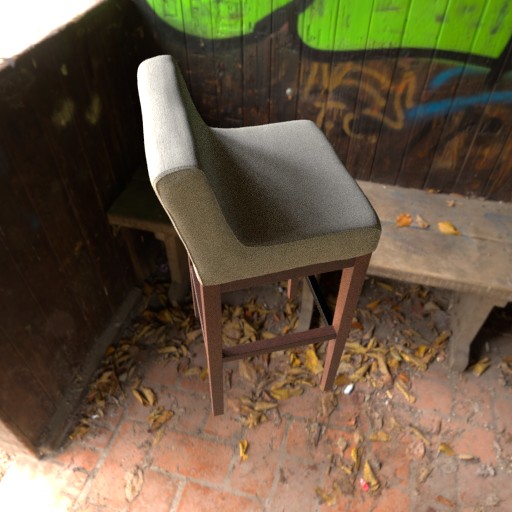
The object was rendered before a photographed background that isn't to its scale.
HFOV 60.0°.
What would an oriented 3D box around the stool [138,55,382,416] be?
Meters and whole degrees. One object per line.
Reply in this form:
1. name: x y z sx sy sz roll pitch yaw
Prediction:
1. stool: 0.000 0.000 1.331 0.500 1.037 0.511 -10 47 -9
